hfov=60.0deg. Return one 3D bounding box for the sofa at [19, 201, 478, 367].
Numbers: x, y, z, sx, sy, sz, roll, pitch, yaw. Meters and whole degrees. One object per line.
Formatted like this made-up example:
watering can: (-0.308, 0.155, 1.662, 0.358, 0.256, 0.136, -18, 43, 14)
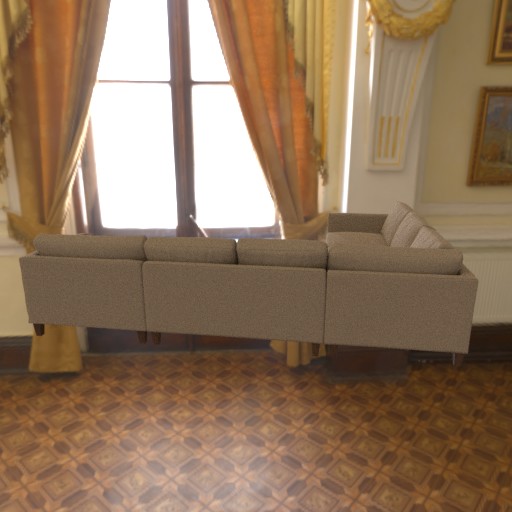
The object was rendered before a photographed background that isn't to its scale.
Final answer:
sofa: (0.000, 0.000, 4.453, 3.438, 0.865, 2.424, 2, 16, 8)
